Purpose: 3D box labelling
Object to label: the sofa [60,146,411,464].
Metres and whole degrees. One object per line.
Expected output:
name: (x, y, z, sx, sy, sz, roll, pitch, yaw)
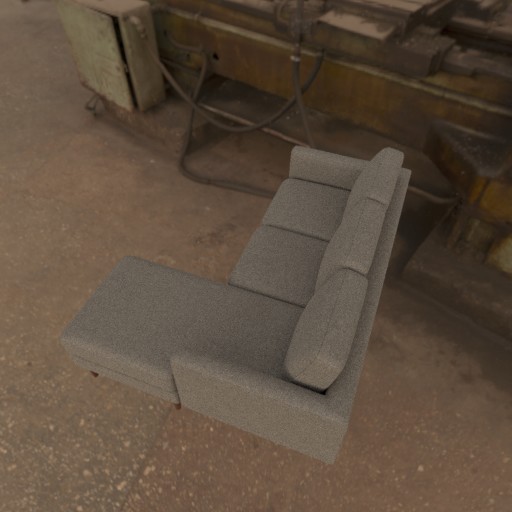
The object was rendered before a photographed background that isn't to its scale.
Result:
sofa: (0.000, 0.000, 2.977, 1.667, 0.957, 2.055, 16, 49, 14)
